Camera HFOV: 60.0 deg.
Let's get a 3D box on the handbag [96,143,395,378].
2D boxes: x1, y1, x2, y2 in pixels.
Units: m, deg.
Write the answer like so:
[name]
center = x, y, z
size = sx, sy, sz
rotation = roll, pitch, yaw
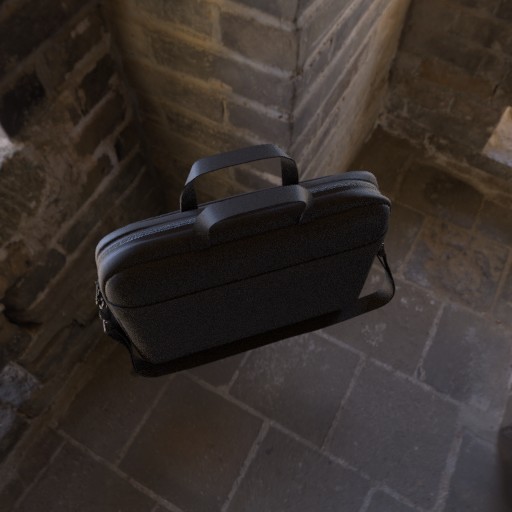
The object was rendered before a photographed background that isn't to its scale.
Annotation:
[handbag]
center = 0.000, 0.000, 0.586
size = 0.429, 0.330, 0.126
rotation = -15, 58, -9
